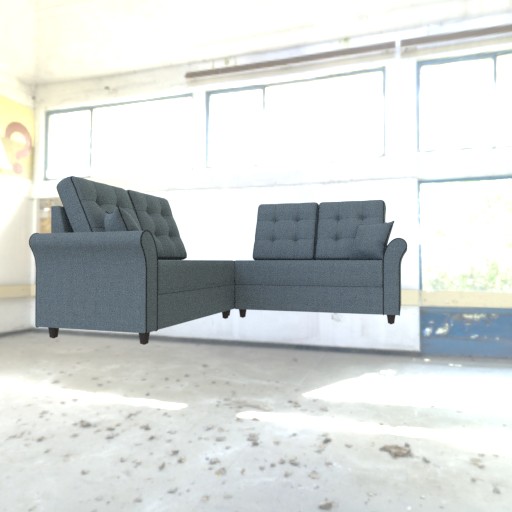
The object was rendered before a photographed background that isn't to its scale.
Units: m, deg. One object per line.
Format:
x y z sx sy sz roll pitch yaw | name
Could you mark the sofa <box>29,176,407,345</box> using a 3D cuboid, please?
0.000 0.000 3.203 2.070 0.988 2.068 0 -1 19 | sofa
